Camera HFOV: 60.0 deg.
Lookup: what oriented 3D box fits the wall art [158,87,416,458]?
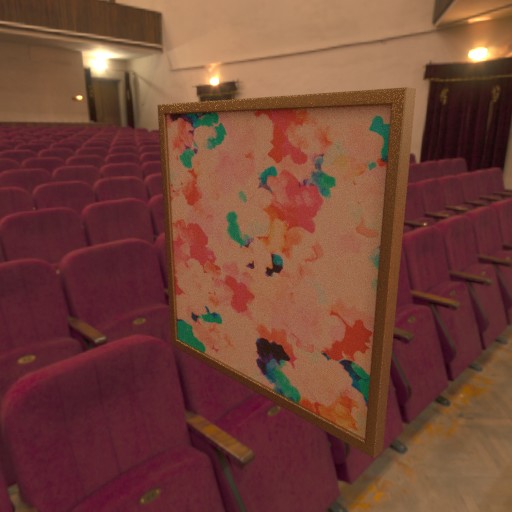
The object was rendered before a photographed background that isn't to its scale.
[{"bbox_3d":[0.000,0.000,1.141,0.767,0.765,0.036,15,22,43],"label":"wall art"}]
